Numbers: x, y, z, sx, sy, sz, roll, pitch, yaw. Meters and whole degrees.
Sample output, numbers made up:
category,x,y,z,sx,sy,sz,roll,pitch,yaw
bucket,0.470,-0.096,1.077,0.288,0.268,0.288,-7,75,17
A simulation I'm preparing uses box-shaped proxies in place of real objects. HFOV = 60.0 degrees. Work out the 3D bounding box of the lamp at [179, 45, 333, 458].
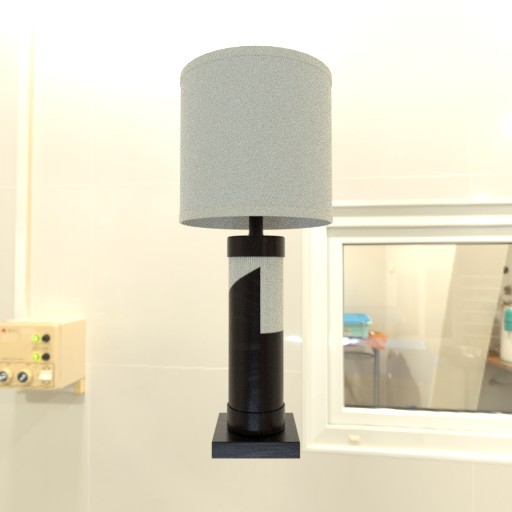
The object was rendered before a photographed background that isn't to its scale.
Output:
category,x,y,z,sx,sy,sz,roll,pitch,yaw
lamp,0.000,0.000,0.615,0.211,0.509,0.211,0,-1,0
